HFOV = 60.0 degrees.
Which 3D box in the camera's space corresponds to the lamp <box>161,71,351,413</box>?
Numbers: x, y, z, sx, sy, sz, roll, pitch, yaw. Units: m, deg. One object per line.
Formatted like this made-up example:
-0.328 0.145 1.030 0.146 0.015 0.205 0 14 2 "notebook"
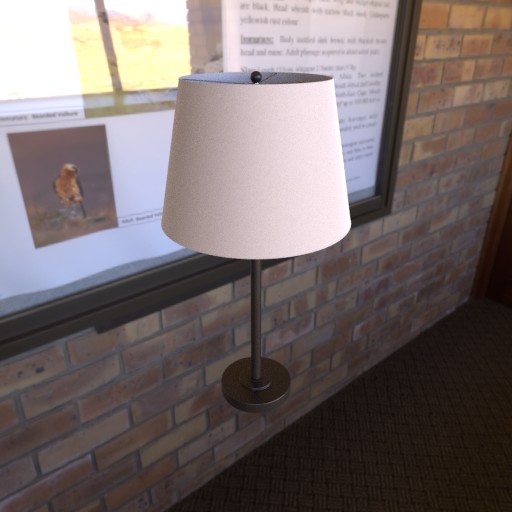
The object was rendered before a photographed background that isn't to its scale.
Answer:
0.000 0.000 0.901 0.363 0.696 0.363 0 26 0 "lamp"
